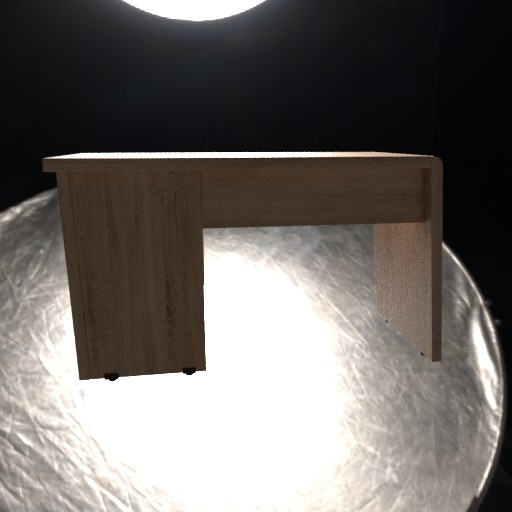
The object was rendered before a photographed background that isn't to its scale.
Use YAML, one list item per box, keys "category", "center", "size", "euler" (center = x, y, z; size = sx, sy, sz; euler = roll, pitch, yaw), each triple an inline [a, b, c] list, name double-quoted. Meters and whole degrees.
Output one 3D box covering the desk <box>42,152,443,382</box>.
- category: "desk"
  center: [0.000, 0.000, 1.679]
  size: [1.300, 0.750, 0.500]
  euler: [-2, 15, -8]
